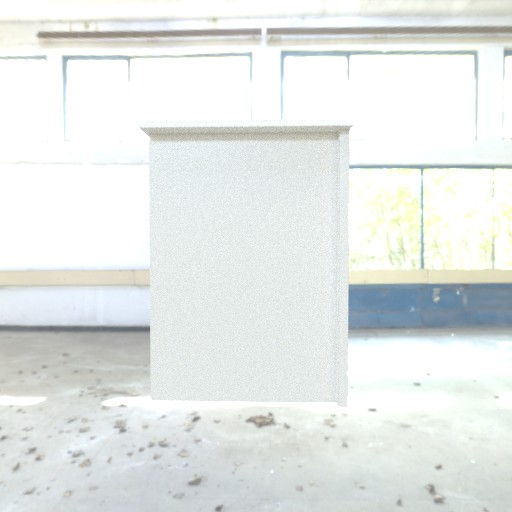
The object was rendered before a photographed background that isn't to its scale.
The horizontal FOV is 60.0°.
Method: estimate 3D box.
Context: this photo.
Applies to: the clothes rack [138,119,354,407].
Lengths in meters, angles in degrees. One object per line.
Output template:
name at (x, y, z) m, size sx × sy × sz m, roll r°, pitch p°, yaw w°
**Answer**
clothes rack at (0.000, 0.000, 1.447) m, size 0.405 × 0.558 × 1.218 m, roll 0°, pitch 2°, yaw 2°
